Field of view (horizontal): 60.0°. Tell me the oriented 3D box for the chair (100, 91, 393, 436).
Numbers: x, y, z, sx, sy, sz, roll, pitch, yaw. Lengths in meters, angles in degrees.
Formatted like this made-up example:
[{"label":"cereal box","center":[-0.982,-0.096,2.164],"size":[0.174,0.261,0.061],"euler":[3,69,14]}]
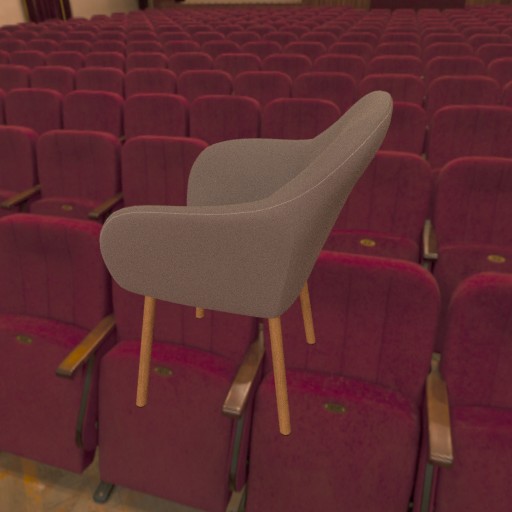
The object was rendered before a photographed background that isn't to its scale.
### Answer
[{"label":"chair","center":[0.000,0.000,1.183],"size":[0.590,0.830,0.570],"euler":[8,30,14]}]
